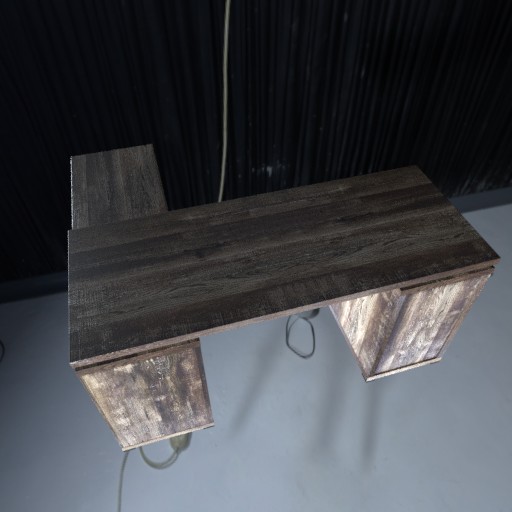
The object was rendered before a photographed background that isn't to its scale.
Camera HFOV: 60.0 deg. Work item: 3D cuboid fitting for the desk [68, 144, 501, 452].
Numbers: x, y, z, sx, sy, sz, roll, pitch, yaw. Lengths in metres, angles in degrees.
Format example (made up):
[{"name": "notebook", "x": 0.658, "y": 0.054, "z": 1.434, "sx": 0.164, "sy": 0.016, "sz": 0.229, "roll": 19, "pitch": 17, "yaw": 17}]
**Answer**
[{"name": "desk", "x": 0.000, "y": 0.000, "z": 2.148, "sx": 1.524, "sy": 0.753, "sz": 1.200, "roll": -12, "pitch": 48, "yaw": -11}]
